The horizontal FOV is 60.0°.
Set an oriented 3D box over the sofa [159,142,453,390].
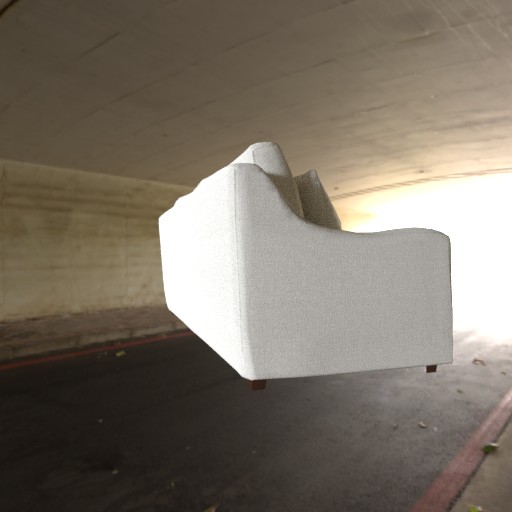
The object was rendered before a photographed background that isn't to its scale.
[{"bbox_3d":[0.000,0.000,2.908,1.009,1.022,2.470,0,0,-18],"label":"sofa"}]
